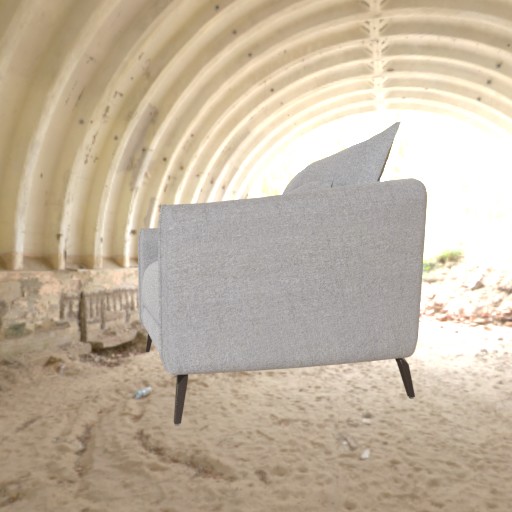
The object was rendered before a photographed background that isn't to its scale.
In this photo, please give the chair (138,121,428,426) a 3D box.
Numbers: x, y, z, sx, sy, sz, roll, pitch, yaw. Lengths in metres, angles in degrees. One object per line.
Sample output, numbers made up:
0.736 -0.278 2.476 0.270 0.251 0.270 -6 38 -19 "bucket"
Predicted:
0.000 0.000 1.650 0.801 0.856 1.029 0 -1 -18 "chair"
